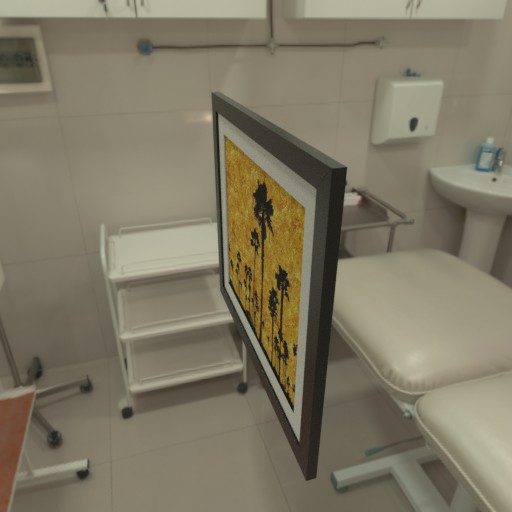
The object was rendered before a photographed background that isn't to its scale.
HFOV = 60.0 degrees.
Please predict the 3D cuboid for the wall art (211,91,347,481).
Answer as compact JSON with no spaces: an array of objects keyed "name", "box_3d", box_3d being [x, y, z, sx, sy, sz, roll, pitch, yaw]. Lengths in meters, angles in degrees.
[{"name":"wall art","box_3d":[0.000,0.000,0.543,0.012,0.332,0.383,-8,29,-15]}]
